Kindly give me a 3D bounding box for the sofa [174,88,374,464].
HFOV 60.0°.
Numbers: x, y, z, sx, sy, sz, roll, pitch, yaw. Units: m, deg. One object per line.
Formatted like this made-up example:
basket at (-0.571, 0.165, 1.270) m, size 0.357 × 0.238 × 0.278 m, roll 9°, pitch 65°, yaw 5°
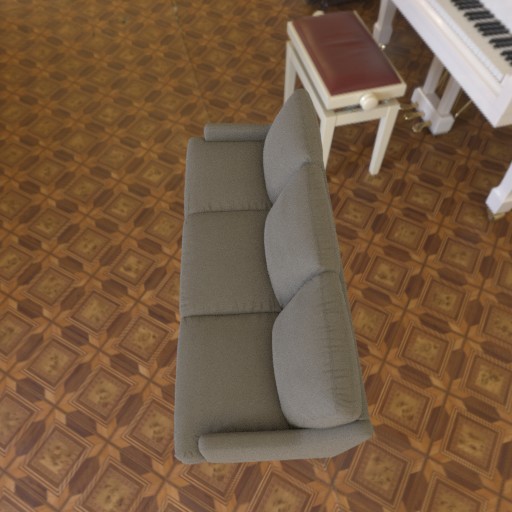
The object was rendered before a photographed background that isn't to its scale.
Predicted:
sofa at (0.000, 0.000, 2.848) m, size 0.987 × 0.926 × 2.344 m, roll -2°, pitch 58°, yaw -2°
